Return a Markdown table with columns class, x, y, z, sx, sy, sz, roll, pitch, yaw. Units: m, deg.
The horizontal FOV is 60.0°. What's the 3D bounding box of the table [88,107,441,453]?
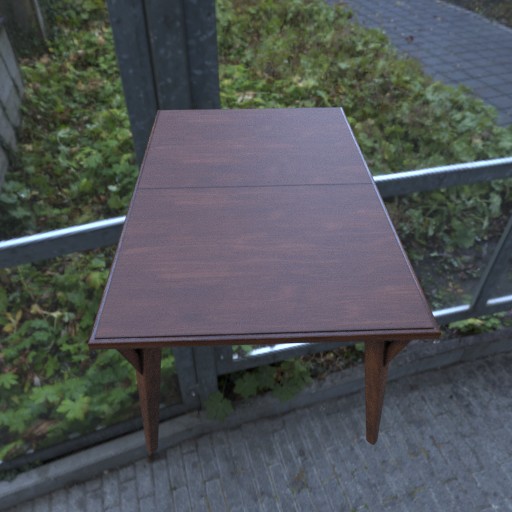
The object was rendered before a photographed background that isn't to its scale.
| class | x | y | z | sx | sy | sz | roll | pitch | yaw |
| --- | --- | --- | --- | --- | --- | --- | --- | --- | --- |
| table | 0.000 | 0.000 | 2.052 | 0.990 | 0.761 | 1.524 | -1 | 42 | -2 |
